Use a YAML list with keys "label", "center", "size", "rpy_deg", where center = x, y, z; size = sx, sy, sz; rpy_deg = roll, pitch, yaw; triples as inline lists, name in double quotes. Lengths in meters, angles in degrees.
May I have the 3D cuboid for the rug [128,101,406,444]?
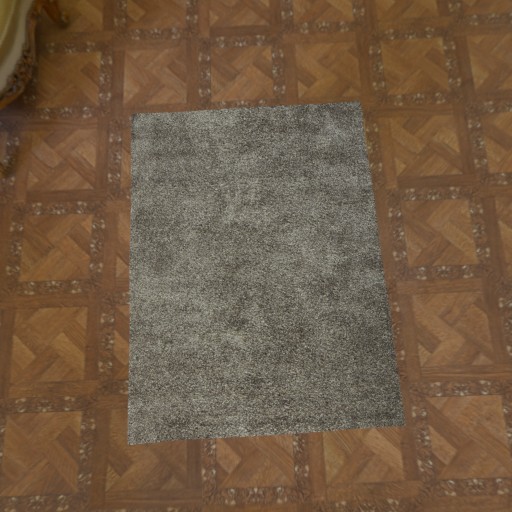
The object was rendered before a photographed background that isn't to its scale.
- label: "rug"
  center: [0.000, 0.000, 2.114]
  size: [1.198, 0.025, 1.601]
  rpy_deg: [-3, 75, -1]
